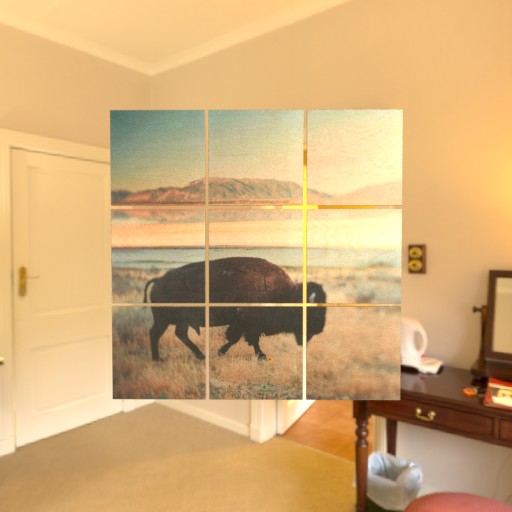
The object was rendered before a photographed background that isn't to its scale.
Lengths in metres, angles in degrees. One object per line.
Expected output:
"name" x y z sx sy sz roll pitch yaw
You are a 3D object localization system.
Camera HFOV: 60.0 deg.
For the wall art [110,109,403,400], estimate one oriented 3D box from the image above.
"wall art" 0.000 0.000 2.351 1.533 1.532 0.019 0 2 1
